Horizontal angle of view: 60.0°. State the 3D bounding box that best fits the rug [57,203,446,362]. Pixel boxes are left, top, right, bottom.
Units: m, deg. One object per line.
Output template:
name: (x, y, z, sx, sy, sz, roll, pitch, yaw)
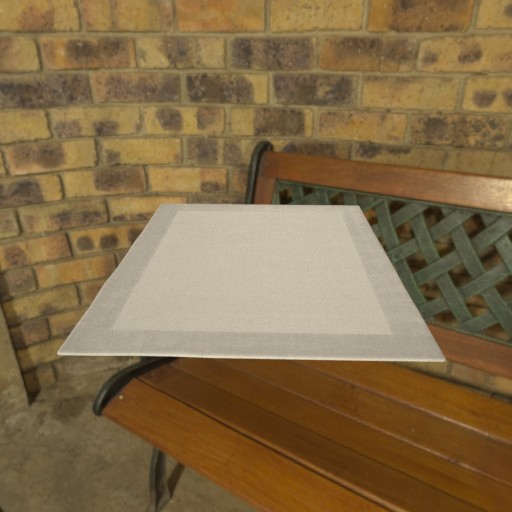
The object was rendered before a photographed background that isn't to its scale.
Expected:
rug: (0.000, 0.000, 4.084, 2.430, 0.018, 2.976, 1, 25, 2)
